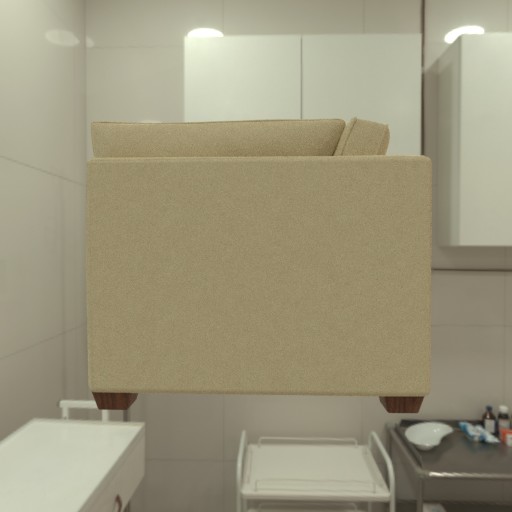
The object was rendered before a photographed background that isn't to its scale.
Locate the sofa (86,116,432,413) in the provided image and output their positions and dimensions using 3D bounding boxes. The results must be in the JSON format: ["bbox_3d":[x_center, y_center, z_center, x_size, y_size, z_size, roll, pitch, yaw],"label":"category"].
[{"bbox_3d":[0.000,0.000,1.942,1.146,1.002,1.084,0,1,2],"label":"sofa"}]
